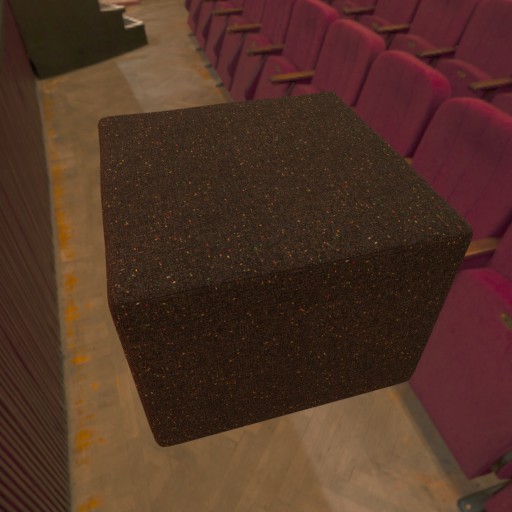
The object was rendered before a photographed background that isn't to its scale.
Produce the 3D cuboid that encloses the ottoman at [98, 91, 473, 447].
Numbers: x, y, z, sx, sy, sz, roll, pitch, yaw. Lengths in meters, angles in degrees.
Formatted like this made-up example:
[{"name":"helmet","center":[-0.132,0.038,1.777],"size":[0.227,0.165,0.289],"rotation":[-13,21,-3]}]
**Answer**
[{"name":"ottoman","center":[0.000,0.000,0.860],"size":[0.508,0.432,0.508],"rotation":[-11,44,-12]}]
